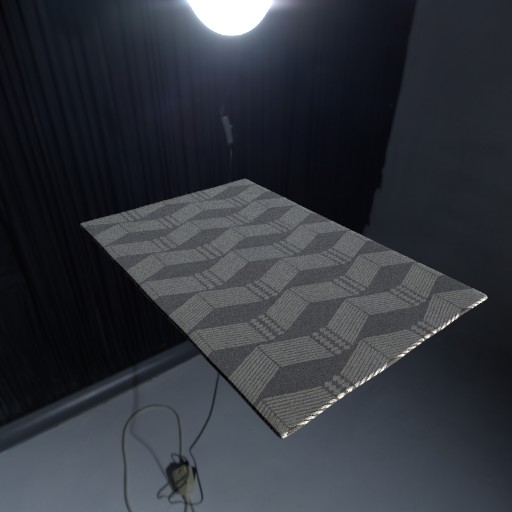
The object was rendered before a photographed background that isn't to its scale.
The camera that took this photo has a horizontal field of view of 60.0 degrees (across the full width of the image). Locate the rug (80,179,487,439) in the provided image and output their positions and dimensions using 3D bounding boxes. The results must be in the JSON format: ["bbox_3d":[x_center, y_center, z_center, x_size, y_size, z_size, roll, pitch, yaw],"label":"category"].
[{"bbox_3d":[0.000,0.000,2.286,1.210,0.016,1.833,-21,37,-32],"label":"rug"}]
